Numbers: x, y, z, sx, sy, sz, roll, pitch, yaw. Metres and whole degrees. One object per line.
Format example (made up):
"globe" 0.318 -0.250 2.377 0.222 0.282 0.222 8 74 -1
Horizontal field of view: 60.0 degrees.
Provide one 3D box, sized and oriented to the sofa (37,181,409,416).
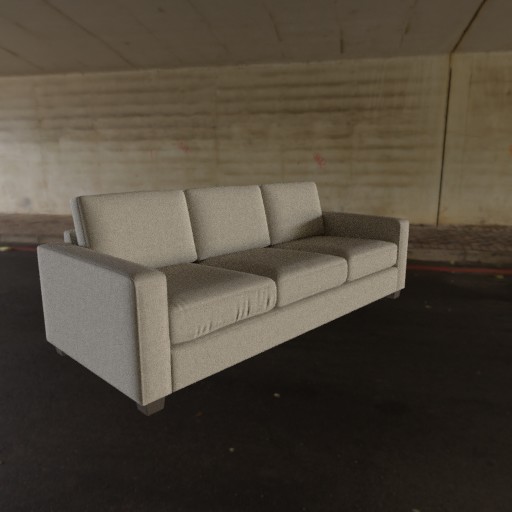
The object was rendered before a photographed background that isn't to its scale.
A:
"sofa" 0.000 0.000 2.626 0.900 0.800 2.160 12 17 42
